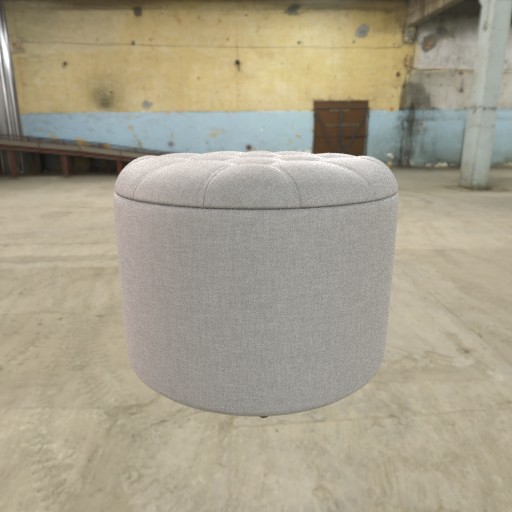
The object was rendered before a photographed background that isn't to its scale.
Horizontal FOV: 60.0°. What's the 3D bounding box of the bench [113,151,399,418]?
[{"bbox_3d":[0.000,0.000,1.012,0.600,0.453,0.600,0,16,0],"label":"bench"}]
